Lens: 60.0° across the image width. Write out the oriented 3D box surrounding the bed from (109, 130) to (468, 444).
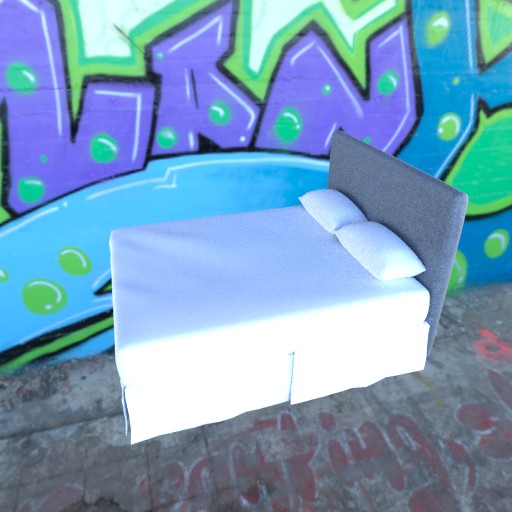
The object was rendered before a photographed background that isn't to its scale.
[{"bbox_3d":[0.000,0.000,3.262,2.142,1.330,1.723,-9,30,-15],"label":"bed"}]
